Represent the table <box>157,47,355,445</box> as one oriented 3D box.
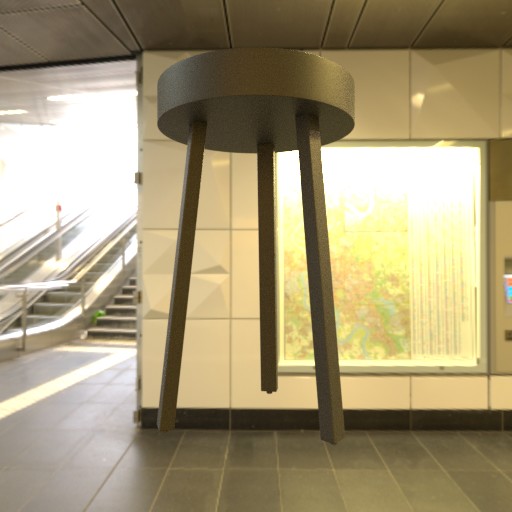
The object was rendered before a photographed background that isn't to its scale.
[{"bbox_3d":[0.000,0.000,0.932,0.406,0.686,0.406,0,0,-19],"label":"table"}]
